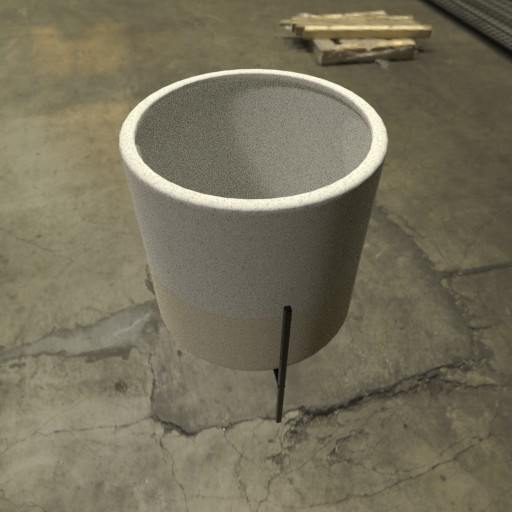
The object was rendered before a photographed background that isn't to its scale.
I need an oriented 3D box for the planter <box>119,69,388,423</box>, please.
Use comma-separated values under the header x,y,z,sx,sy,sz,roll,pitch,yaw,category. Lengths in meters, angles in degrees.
x,y,z,sx,sy,sz,roll,pitch,yaw,category
0.000,0.000,0.662,0.313,0.423,0.335,-10,47,-9,planter
